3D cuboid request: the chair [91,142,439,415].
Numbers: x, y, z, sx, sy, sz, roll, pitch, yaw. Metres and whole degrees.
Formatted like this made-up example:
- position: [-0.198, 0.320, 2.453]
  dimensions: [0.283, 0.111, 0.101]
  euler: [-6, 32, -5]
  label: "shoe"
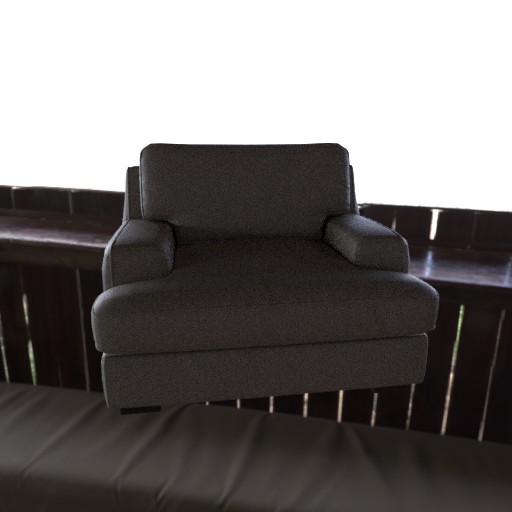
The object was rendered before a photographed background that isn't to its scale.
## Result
- position: [0.000, 0.000, 1.986]
  dimensions: [1.270, 0.974, 1.043]
  euler: [-2, 15, -8]
  label: "chair"
